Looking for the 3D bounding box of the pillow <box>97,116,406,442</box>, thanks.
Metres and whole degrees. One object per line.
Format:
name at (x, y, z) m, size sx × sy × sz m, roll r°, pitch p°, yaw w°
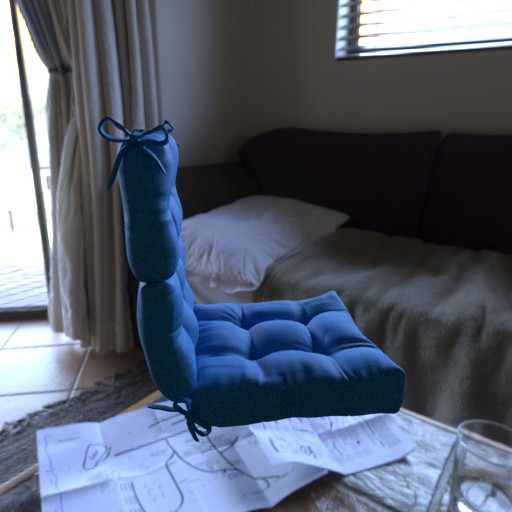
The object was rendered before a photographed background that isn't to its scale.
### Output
pillow at (0.000, 0.000, 1.022) m, size 0.571 × 0.605 × 0.519 m, roll -2°, pitch 16°, yaw -8°
